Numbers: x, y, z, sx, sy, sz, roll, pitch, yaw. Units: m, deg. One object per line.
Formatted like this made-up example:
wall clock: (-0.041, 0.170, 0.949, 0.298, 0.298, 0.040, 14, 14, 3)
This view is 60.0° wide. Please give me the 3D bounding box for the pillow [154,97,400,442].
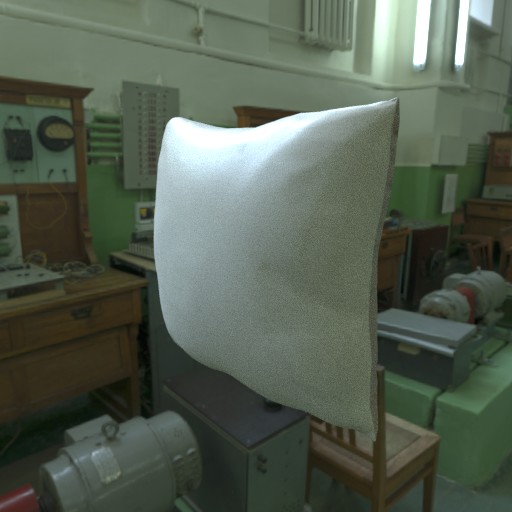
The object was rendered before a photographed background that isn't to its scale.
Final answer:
pillow: (0.000, 0.000, 0.705, 0.245, 0.448, 0.450, -12, 17, -43)
